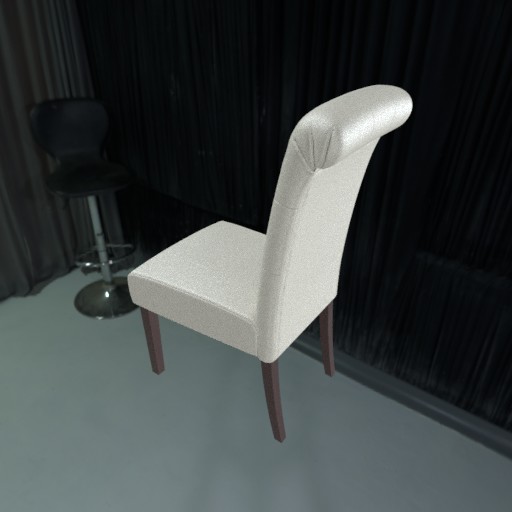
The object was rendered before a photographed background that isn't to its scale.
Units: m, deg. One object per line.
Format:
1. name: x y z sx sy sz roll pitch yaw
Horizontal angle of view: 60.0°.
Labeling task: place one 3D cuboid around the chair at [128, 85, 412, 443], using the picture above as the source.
1. chair: 0.000 0.000 1.340 0.671 1.006 0.456 20 36 30
